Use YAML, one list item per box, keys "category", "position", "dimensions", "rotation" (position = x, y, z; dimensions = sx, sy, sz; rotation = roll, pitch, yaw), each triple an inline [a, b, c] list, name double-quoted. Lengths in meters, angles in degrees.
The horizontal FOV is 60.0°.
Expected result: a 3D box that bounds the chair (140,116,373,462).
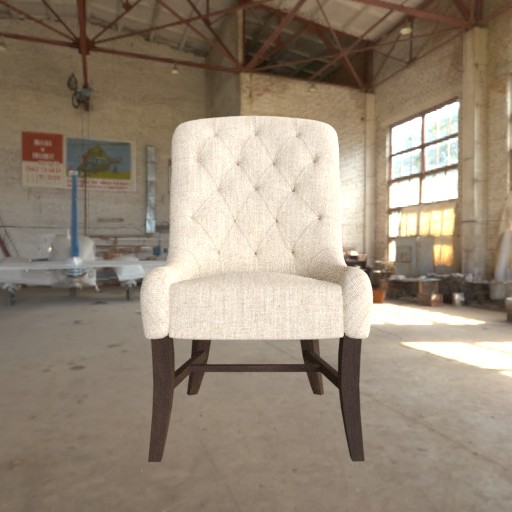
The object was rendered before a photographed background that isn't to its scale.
- category: "chair"
  position: [0.000, 0.000, 1.485]
  dimensions: [0.634, 1.091, 0.629]
  rotation: [0, 0, 0]
